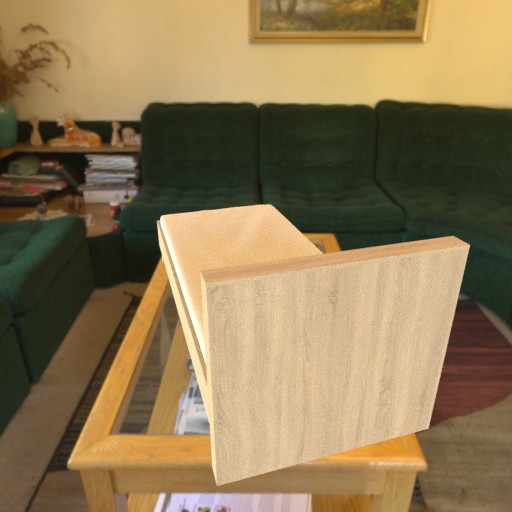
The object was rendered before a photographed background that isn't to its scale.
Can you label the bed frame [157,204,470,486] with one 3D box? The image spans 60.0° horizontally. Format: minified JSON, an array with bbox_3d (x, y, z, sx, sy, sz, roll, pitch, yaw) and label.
[{"bbox_3d":[0.000,0.000,2.624,0.990,0.920,2.140,-8,26,-16],"label":"bed frame"}]
